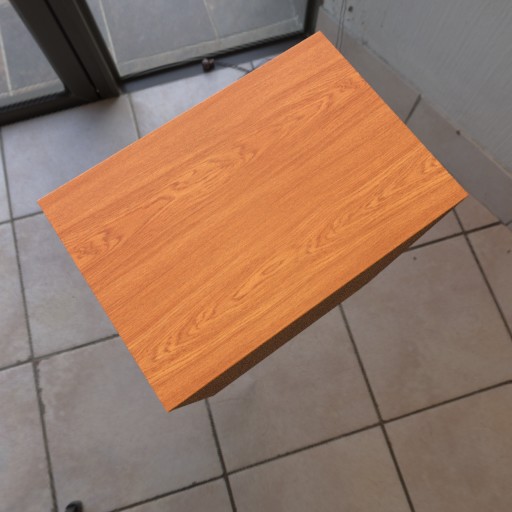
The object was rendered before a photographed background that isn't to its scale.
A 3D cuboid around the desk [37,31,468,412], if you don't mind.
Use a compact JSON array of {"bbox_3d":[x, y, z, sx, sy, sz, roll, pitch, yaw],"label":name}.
[{"bbox_3d":[0.000,0.000,1.083,0.600,0.730,0.404,-34,77,-9],"label":"desk"}]
